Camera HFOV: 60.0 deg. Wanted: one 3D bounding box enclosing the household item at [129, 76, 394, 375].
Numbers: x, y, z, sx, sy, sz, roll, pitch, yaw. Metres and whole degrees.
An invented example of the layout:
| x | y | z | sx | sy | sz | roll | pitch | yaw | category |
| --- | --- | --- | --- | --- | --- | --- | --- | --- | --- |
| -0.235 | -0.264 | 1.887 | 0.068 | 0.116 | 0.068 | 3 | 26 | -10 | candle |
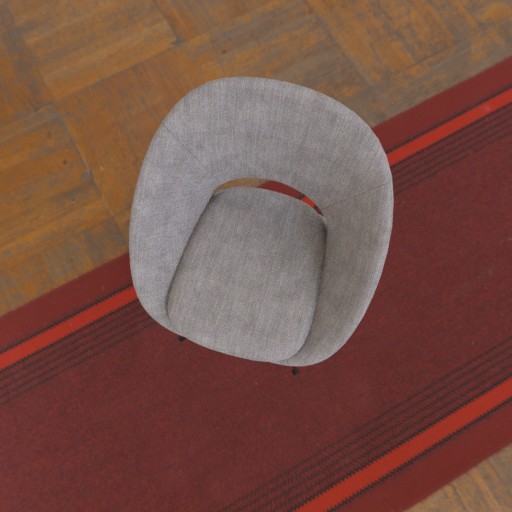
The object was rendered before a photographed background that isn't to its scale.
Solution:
| x | y | z | sx | sy | sz | roll | pitch | yaw | category |
| --- | --- | --- | --- | --- | --- | --- | --- | --- | --- |
| 0.000 | 0.000 | 1.302 | 0.643 | 0.869 | 0.587 | 15 | 75 | 4 | household item |
